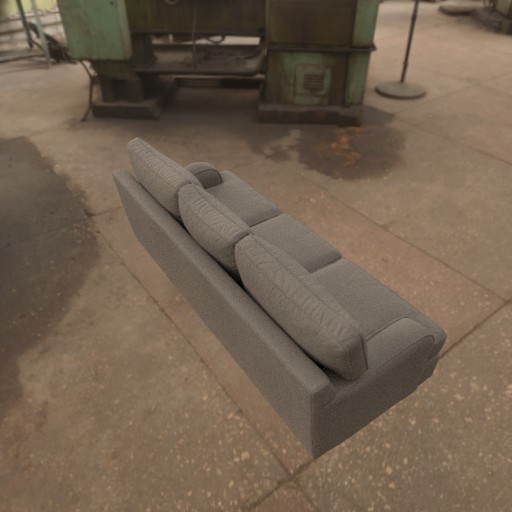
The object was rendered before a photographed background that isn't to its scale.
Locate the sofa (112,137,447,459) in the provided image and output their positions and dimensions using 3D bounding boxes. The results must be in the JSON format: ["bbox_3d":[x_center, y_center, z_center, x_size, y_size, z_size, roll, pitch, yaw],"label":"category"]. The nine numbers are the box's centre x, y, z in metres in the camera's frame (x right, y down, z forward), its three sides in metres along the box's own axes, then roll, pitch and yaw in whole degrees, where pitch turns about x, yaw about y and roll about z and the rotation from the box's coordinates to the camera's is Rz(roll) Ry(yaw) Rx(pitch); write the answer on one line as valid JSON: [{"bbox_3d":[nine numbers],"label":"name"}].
[{"bbox_3d":[0.000,0.000,2.912,1.016,0.991,2.323,-23,44,-26],"label":"sofa"}]
